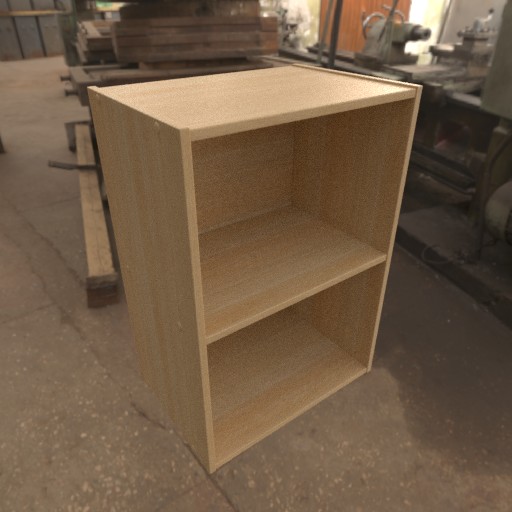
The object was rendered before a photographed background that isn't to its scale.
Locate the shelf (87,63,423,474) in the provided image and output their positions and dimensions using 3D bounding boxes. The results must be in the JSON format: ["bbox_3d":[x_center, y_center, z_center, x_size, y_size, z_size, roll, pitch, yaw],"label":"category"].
[{"bbox_3d":[0.000,0.000,0.815,0.414,0.592,0.290,-21,37,-31],"label":"shelf"}]
